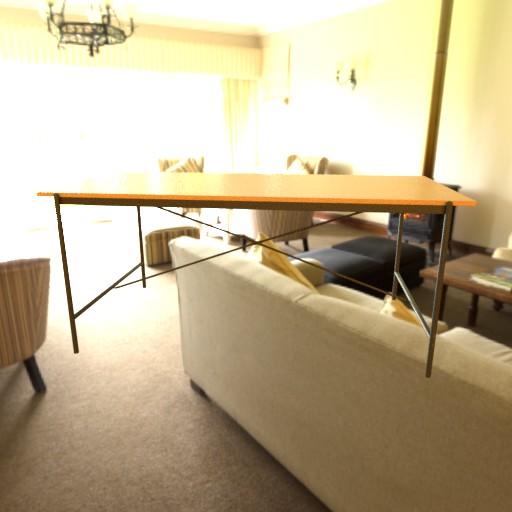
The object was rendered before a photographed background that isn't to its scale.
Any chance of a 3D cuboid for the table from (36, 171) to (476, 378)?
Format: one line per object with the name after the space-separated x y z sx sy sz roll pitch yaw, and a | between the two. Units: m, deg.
0.000 0.000 2.310 1.800 0.758 0.900 2 17 7 | table
